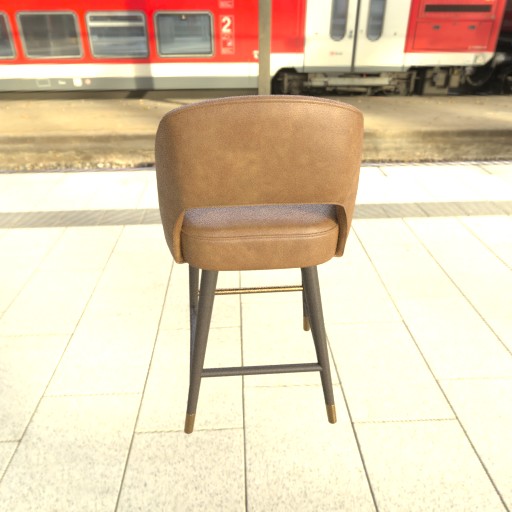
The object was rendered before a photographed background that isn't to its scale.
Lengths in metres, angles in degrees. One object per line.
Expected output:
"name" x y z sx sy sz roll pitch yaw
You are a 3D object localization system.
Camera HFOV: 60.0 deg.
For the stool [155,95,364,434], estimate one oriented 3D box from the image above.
"stool" 0.000 0.000 1.241 0.494 0.940 0.509 -2 30 -4
